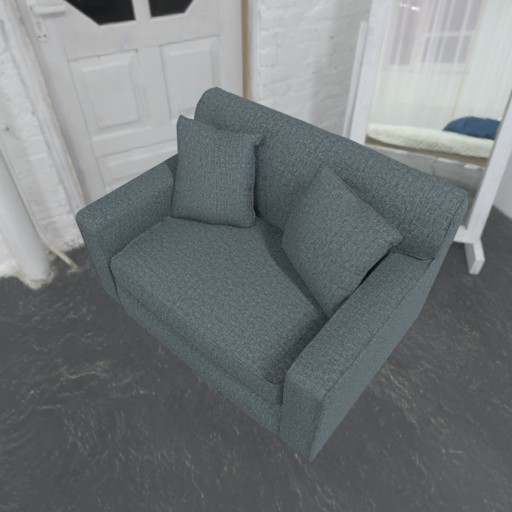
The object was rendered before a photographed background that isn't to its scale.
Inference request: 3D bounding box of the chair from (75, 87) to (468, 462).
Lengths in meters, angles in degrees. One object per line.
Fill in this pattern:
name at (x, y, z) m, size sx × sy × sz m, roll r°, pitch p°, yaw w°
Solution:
chair at (0.000, 0.000, 2.049) m, size 1.383 × 0.948 × 1.000 m, roll 32°, pitch 54°, yaw 27°
